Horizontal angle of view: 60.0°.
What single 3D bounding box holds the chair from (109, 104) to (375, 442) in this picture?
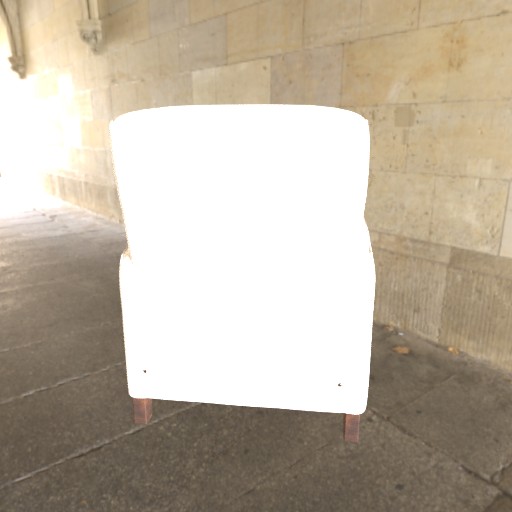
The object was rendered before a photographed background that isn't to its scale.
[{"bbox_3d":[0.000,0.000,1.652,0.841,1.028,0.858,2,16,7],"label":"chair"}]
